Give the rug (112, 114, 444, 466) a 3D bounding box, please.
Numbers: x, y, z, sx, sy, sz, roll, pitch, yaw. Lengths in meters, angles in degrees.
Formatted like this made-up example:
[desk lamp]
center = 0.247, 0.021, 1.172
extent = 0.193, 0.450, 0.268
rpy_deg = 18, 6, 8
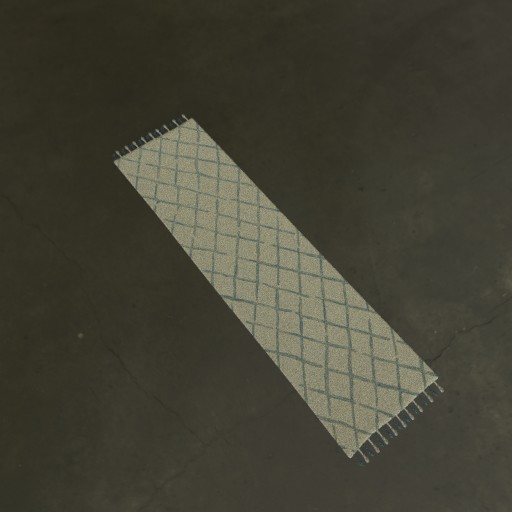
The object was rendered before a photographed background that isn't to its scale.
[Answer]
[rug]
center = 0.000, 0.000, 2.582
extent = 0.620, 0.008, 2.372
rpy_deg = -35, 68, -16
